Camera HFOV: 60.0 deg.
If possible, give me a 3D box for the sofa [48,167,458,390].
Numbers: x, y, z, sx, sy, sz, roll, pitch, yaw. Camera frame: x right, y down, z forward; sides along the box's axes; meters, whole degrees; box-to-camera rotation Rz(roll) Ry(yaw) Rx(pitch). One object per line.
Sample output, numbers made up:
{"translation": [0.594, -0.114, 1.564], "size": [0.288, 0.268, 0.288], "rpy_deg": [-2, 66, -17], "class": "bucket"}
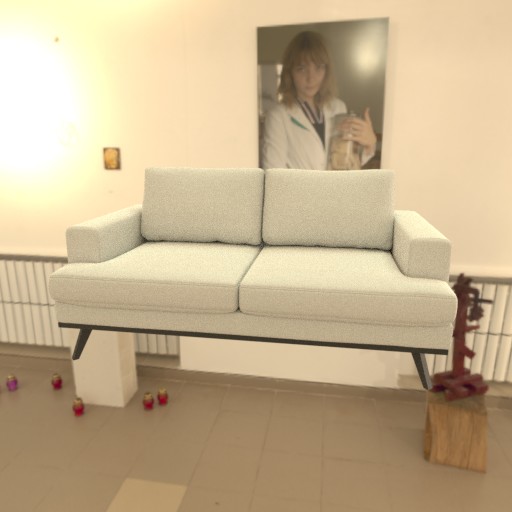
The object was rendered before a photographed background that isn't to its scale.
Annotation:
{"translation": [0.000, 0.000, 2.157], "size": [1.650, 0.810, 0.920], "rpy_deg": [2, 15, 9], "class": "sofa"}
